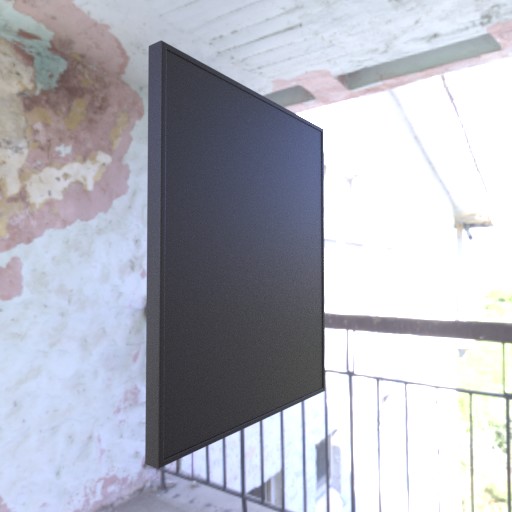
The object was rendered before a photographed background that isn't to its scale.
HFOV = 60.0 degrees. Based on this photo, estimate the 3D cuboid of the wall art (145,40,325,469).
[{"bbox_3d":[0.000,0.000,0.758,0.028,0.551,0.451,-1,-2,36],"label":"wall art"}]
